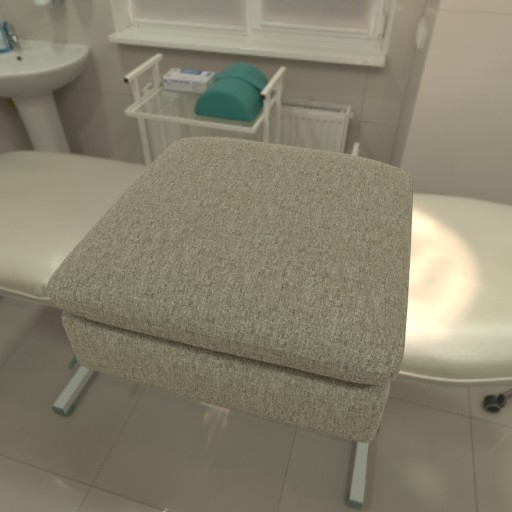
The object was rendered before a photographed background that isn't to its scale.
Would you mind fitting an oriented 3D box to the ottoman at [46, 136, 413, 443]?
[{"bbox_3d":[0.000,0.000,1.637,1.039,0.526,1.035,11,43,12],"label":"ottoman"}]
